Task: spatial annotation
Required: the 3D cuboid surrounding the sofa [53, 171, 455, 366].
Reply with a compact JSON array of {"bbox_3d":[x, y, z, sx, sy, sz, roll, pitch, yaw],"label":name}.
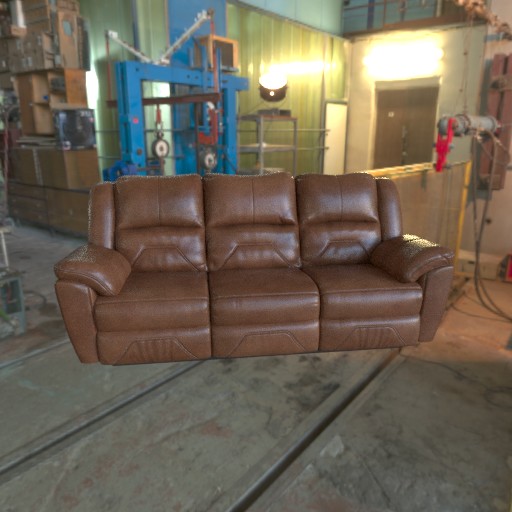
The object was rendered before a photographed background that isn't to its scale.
[{"bbox_3d":[0.000,0.000,2.966,2.337,1.043,0.991,-2,16,-7],"label":"sofa"}]
